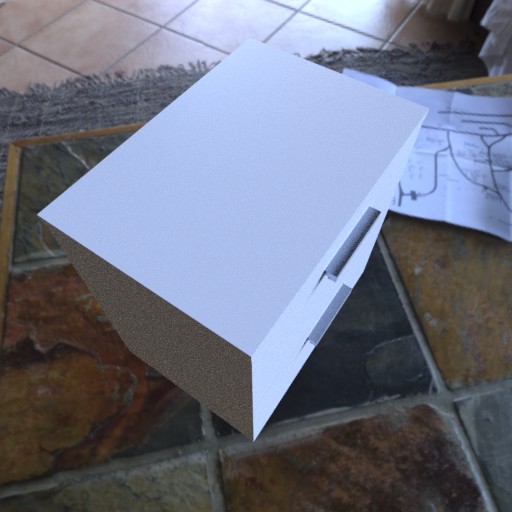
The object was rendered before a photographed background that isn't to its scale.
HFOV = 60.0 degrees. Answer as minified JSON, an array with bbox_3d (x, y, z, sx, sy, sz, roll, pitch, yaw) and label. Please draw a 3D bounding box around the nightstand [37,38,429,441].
[{"bbox_3d":[0.000,0.000,0.766,0.325,0.460,0.441,30,62,18],"label":"nightstand"}]
